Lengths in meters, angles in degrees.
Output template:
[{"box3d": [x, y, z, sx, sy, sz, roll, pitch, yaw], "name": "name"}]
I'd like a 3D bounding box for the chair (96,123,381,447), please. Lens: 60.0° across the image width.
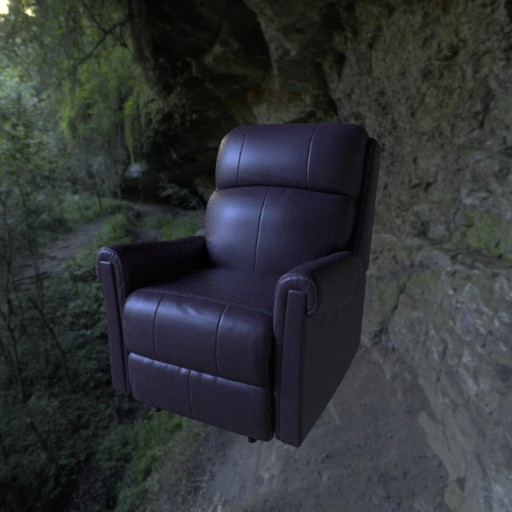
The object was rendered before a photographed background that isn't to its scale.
[{"box3d": [0.000, 0.000, 1.795, 0.838, 1.054, 1.014, 7, 16, 26], "name": "chair"}]
